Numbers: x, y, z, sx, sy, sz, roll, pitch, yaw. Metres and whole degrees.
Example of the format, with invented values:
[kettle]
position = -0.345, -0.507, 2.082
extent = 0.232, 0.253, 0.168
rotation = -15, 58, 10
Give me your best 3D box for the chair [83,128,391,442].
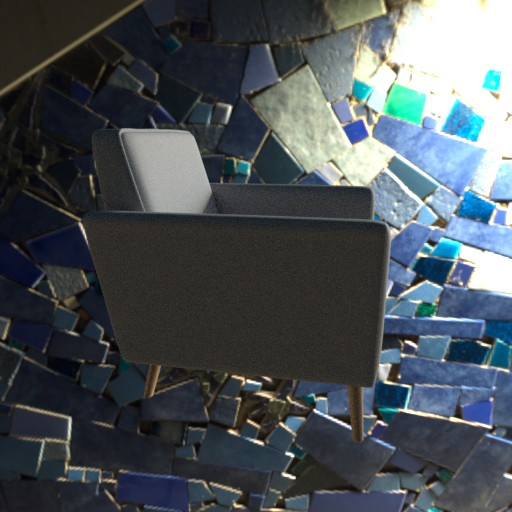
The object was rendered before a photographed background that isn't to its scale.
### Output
[chair]
position = 0.000, 0.000, 1.413
extent = 0.750, 0.780, 0.780
rotation = 3, 15, 11
